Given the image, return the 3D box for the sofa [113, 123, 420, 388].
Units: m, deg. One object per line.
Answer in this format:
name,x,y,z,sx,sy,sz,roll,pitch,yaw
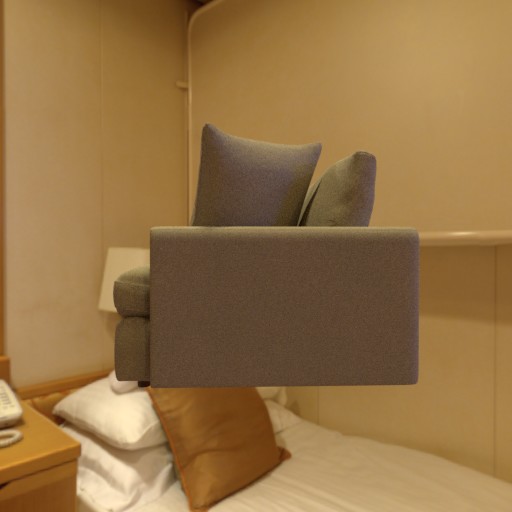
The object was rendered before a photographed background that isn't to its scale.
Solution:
sofa,0.000,0.000,2.617,1.228,1.080,1.869,0,1,-2
